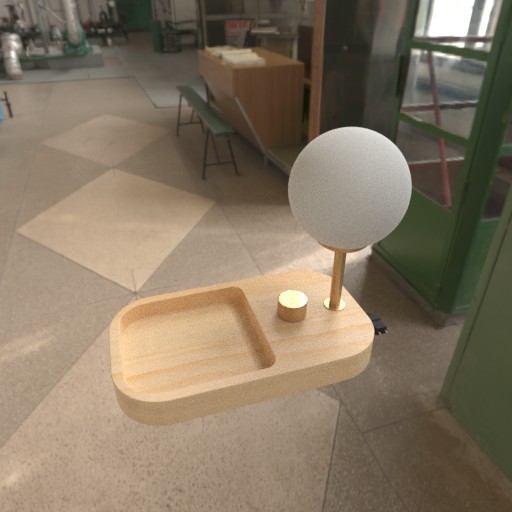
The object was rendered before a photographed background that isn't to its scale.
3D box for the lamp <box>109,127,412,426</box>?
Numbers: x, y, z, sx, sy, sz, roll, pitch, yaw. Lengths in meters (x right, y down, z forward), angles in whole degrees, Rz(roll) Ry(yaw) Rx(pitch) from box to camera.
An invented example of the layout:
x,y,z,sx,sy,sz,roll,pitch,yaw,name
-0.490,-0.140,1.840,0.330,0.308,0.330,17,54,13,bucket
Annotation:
x,y,z,sx,sy,sz,roll,pitch,yaw,name
0.000,0.000,0.473,0.331,0.253,0.173,-10,33,-15,lamp
